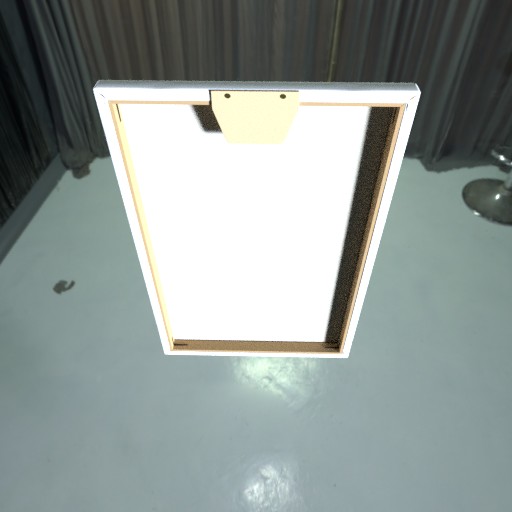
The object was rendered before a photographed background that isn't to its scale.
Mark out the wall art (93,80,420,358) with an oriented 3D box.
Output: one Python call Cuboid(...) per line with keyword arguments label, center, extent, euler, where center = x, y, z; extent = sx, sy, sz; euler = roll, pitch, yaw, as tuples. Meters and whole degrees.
Cuboid(label="wall art", center=(0.000, 0.000, 1.144), extent=(0.602, 0.902, 0.048), euler=(1, 46, 1))
